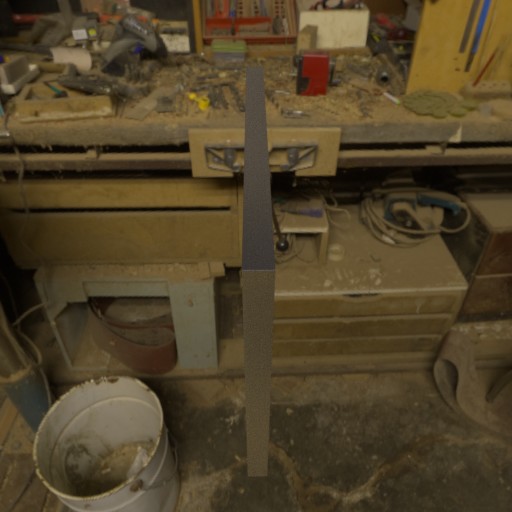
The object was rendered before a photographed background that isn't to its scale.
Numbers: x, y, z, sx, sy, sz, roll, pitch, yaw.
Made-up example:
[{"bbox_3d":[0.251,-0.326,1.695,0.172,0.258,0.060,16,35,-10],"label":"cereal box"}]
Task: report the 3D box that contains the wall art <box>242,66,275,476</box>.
[{"bbox_3d":[0.000,0.000,0.773,0.032,0.456,0.557,0,41,0],"label":"wall art"}]
